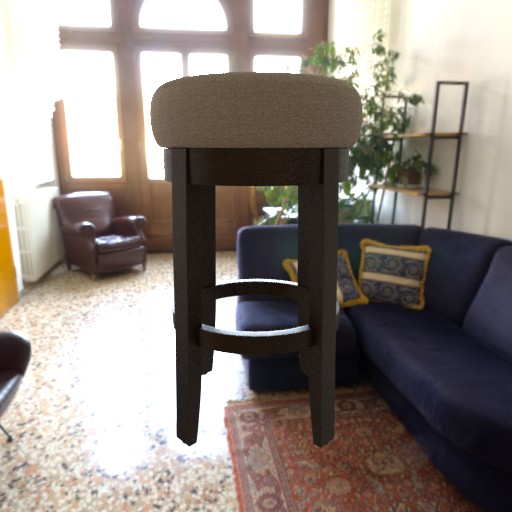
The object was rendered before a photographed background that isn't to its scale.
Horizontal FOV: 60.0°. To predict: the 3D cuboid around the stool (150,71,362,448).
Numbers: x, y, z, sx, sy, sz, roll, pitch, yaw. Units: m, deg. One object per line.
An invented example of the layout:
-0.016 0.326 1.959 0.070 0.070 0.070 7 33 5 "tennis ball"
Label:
0.000 0.000 1.017 0.443 0.757 0.443 0 14 0 "stool"
